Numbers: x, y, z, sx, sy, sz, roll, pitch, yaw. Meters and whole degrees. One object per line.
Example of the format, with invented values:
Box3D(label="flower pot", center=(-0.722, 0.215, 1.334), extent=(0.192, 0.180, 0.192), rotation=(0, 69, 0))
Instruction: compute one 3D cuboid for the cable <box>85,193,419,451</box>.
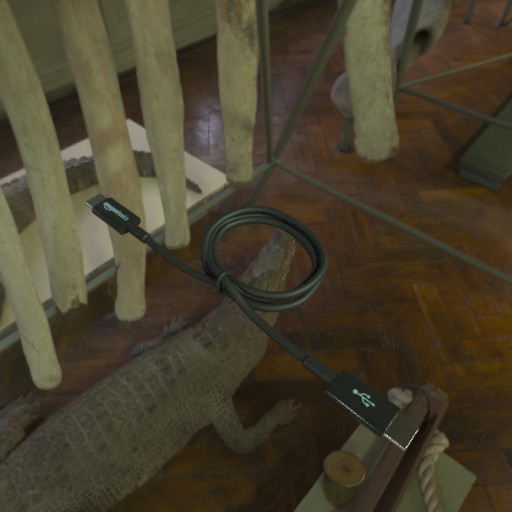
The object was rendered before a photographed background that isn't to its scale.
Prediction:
Box3D(label="cable", center=(0.000, 0.000, 0.220), extent=(0.203, 0.014, 0.070), rotation=(33, 56, 27))
